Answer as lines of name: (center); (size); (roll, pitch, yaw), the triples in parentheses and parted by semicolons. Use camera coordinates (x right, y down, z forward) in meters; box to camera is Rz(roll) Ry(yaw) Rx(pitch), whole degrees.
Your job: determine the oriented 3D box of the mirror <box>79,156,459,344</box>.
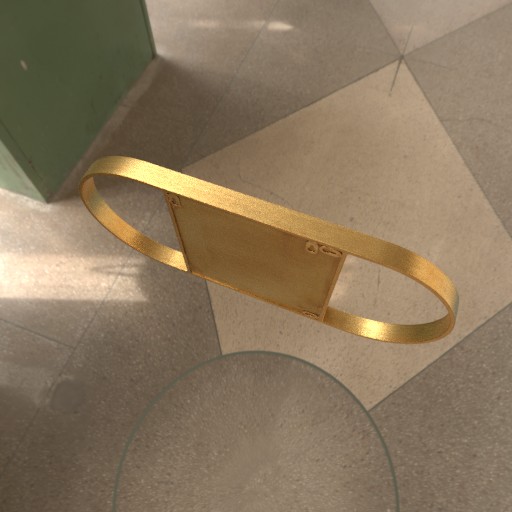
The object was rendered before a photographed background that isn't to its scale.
mirror: (0.000, 0.000, 0.669); (0.584, 0.254, 0.032); (20, 64, 10)
